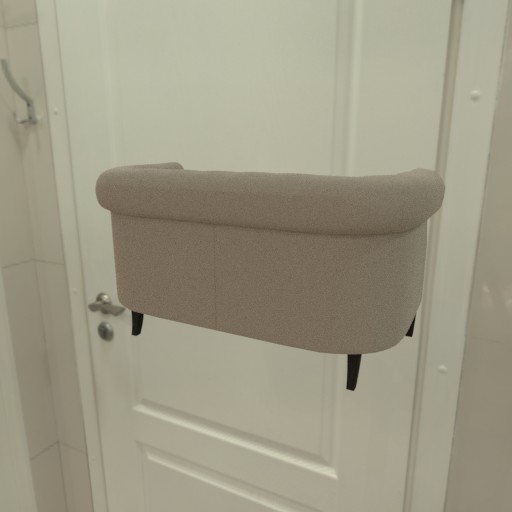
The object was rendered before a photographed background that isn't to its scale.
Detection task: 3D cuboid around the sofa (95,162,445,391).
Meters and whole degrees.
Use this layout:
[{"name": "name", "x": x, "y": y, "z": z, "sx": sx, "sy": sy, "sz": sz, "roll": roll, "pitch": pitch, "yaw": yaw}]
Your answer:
[{"name": "sofa", "x": 0.000, "y": 0.000, "z": 2.091, "sx": 1.558, "sy": 0.827, "sz": 0.835, "roll": 7, "pitch": 16, "yaw": 26}]
